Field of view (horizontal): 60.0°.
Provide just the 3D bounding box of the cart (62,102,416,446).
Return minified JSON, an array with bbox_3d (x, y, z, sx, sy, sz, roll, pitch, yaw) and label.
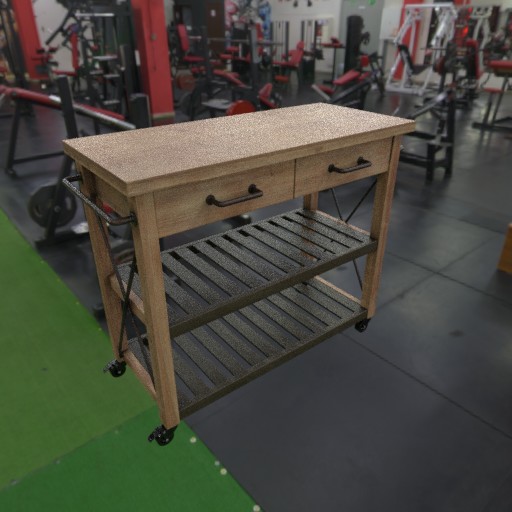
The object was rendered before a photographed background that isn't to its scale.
[{"bbox_3d":[0.000,0.000,0.991,0.686,0.554,0.298,-20,34,-32],"label":"cart"}]
